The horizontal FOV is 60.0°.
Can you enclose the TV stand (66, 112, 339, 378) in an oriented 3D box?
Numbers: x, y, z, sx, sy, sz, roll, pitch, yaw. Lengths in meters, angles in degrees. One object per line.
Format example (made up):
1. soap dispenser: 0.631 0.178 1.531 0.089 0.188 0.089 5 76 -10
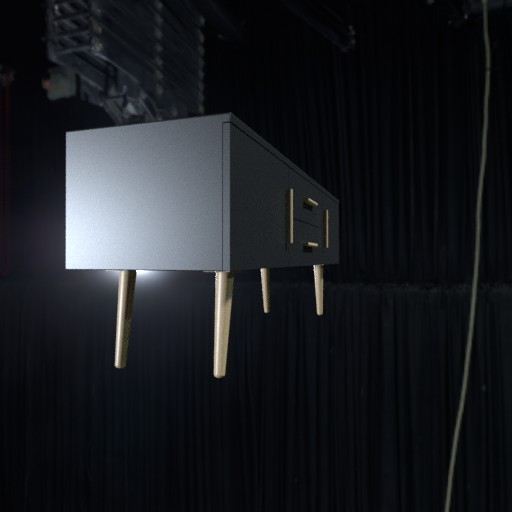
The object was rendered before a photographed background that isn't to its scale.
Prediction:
1. TV stand: 0.000 0.000 1.487 0.390 0.518 1.312 0 0 19
